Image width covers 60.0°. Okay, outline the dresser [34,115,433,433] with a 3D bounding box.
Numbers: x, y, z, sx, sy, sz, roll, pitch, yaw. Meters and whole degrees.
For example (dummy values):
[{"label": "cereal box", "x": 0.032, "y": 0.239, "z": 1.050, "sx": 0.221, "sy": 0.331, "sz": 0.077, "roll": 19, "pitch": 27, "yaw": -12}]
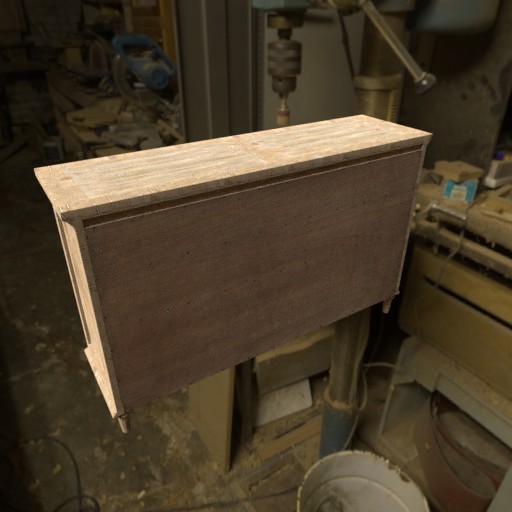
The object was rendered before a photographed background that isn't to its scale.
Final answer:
[{"label": "dresser", "x": 0.000, "y": 0.000, "z": 2.078, "sx": 1.626, "sy": 1.016, "sz": 0.457, "roll": -18, "pitch": 34, "yaw": -27}]
